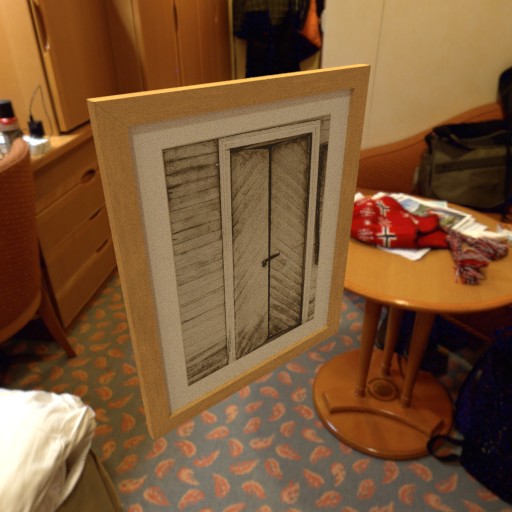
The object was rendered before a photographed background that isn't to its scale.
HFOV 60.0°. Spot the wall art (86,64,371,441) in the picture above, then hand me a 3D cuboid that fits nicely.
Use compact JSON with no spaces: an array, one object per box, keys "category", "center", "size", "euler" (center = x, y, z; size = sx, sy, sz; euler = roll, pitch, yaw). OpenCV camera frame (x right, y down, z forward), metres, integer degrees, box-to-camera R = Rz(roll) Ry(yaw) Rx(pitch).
[{"category":"wall art","center":[0.000,0.000,0.747],"size":[0.460,0.561,0.020],"euler":[-22,37,-32]}]
